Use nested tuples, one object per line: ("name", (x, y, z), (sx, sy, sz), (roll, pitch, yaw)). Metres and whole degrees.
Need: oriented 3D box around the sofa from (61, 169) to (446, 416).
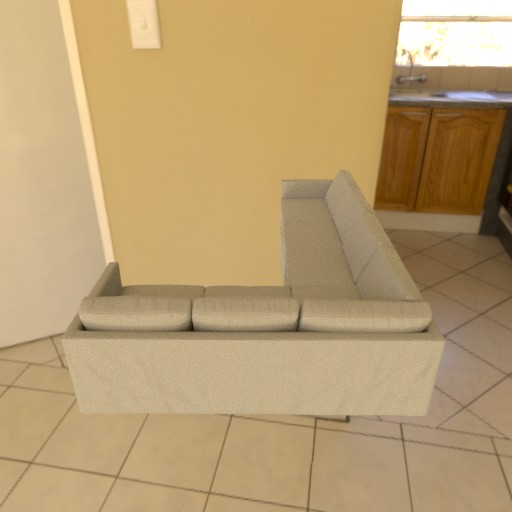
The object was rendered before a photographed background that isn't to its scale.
("sofa", (0.000, 0.000, 4.271), (2.432, 0.871, 3.182), (0, 28, 1))
